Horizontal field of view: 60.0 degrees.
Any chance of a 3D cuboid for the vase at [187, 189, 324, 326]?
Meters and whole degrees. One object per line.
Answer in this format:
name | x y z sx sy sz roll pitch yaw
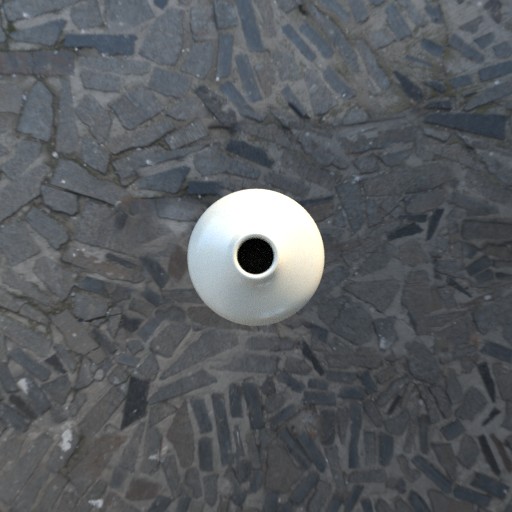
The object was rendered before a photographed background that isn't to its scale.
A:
vase | 0.000 0.000 0.381 0.144 0.296 0.144 0 89 0
